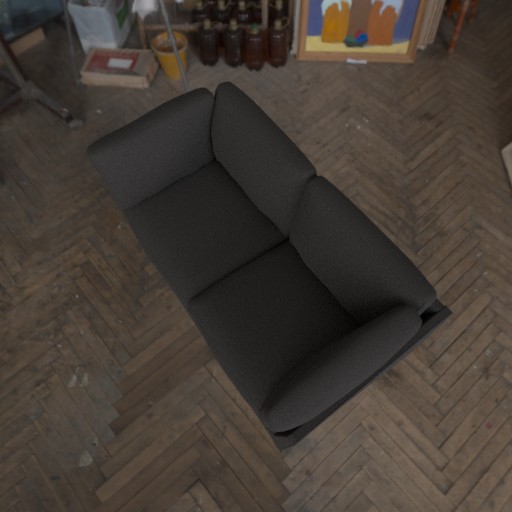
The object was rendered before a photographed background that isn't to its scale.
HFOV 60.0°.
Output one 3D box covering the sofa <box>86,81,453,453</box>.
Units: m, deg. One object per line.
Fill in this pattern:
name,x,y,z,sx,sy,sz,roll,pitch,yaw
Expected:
sofa,0.000,0.000,2.380,0.969,0.920,1.751,-32,66,-16
